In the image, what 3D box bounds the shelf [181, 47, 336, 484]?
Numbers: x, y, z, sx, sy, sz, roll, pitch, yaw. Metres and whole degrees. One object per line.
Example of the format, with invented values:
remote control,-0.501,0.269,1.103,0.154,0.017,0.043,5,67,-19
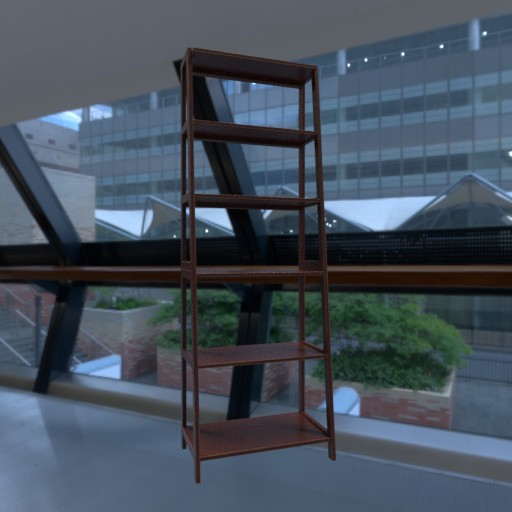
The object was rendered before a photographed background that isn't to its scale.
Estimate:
shelf,0.000,0.000,2.121,0.660,1.892,0.381,0,0,-19
